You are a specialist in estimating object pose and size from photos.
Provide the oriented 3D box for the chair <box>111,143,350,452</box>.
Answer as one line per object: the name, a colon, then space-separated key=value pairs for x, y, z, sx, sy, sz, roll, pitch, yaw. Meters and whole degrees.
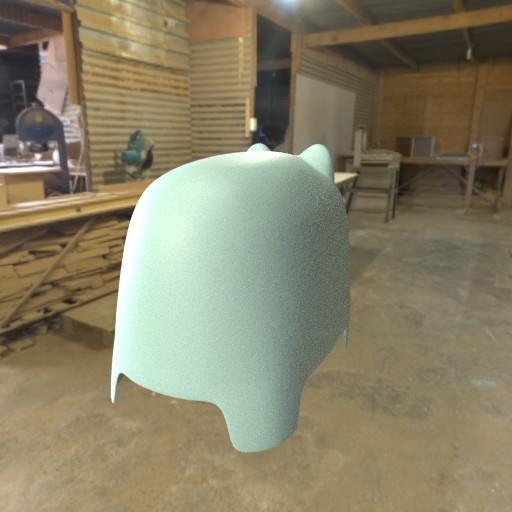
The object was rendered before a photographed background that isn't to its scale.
chair: x=0.000 y=0.000 z=0.875 sx=0.364 sy=0.423 sz=0.619 roll=8 pitch=17 yaw=27
